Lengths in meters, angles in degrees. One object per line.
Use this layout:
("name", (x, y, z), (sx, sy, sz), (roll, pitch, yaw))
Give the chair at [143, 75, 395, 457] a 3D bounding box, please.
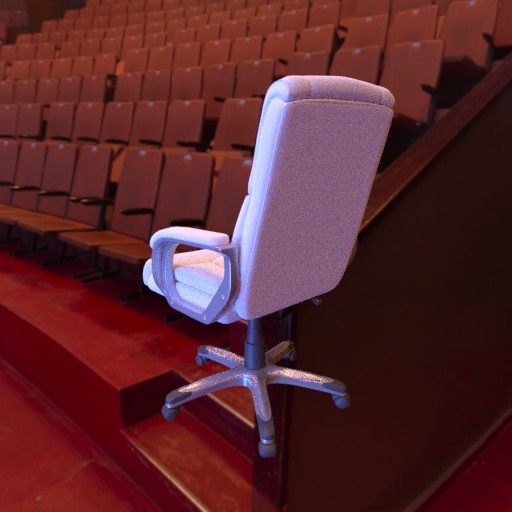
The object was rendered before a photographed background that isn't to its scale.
("chair", (0.000, 0.000, 1.561), (0.687, 1.120, 0.738), (-14, 21, -41))
